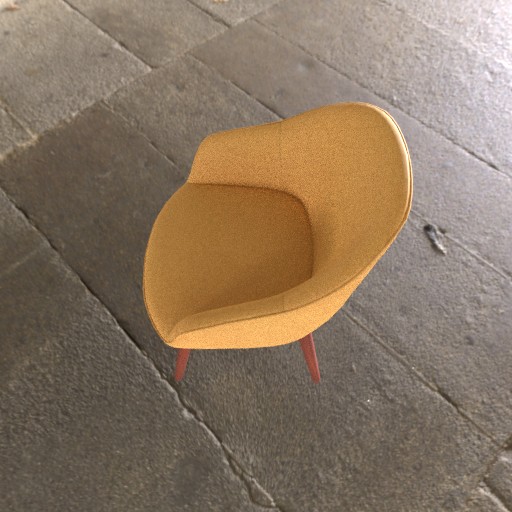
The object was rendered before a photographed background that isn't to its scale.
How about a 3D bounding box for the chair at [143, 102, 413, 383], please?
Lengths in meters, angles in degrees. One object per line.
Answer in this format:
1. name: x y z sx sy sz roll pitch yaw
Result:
1. chair: 0.000 0.000 1.260 0.635 0.823 0.596 1 59 0
